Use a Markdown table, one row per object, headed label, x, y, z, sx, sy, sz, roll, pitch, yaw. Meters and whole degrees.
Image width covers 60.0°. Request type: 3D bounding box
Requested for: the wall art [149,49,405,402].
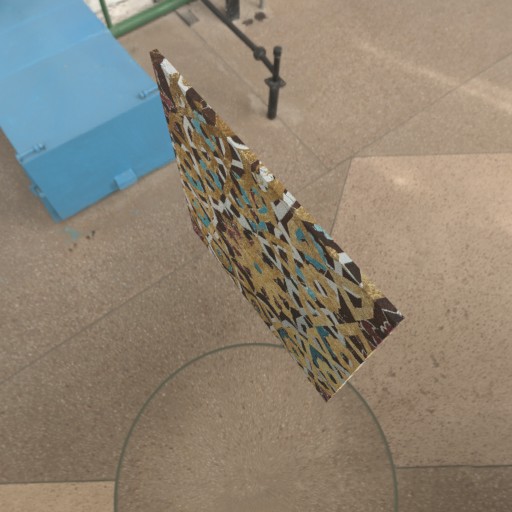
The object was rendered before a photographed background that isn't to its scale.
| label | x | y | z | sx | sy | sz | roll | pitch | yaw |
| --- | --- | --- | --- | --- | --- | --- | --- | --- | --- |
| wall art | 0.000 | 0.000 | 0.619 | 0.010 | 0.406 | 0.404 | -33 | 68 | -15 |
